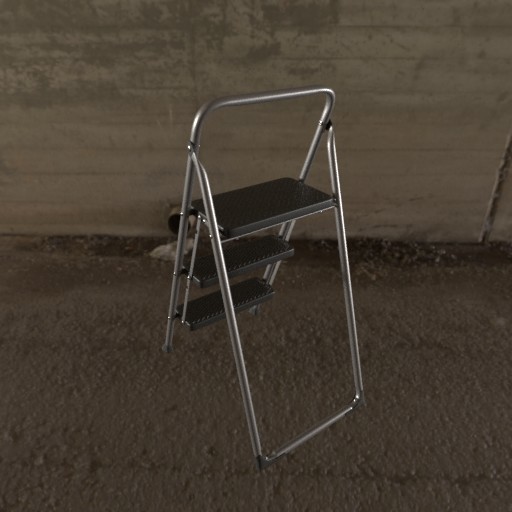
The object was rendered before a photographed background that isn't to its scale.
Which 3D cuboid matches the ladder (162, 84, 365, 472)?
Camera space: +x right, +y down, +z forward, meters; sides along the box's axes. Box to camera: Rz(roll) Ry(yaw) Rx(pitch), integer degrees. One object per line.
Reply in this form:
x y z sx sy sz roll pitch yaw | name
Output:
0.000 0.000 1.303 0.430 0.945 0.629 -19 35 -30 | ladder
